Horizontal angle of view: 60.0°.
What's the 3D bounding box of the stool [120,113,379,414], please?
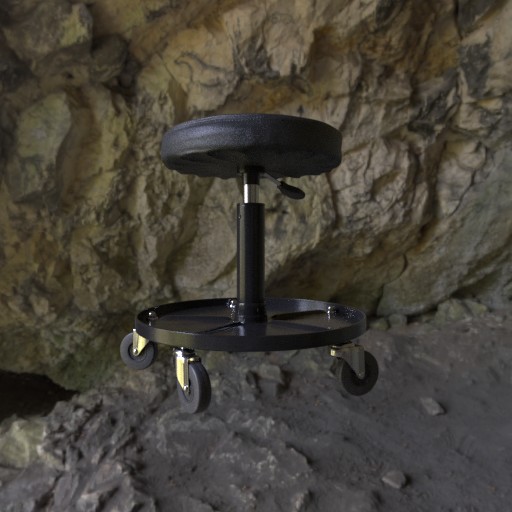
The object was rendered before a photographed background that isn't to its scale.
[{"bbox_3d":[0.000,0.000,0.688,0.381,0.365,0.382,2,3,37],"label":"stool"}]
